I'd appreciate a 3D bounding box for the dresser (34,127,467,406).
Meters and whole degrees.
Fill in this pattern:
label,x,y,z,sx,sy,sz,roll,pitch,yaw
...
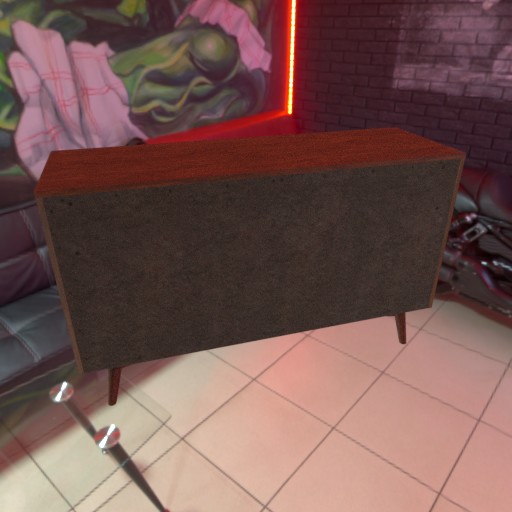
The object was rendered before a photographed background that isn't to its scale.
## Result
label,x,y,z,sx,sy,sz,roll,pitch,yaw
dresser,0.000,0.000,1.869,1.472,0.889,0.500,-8,29,-15
